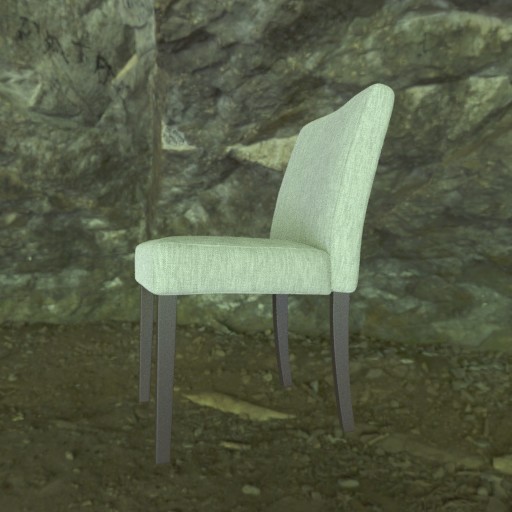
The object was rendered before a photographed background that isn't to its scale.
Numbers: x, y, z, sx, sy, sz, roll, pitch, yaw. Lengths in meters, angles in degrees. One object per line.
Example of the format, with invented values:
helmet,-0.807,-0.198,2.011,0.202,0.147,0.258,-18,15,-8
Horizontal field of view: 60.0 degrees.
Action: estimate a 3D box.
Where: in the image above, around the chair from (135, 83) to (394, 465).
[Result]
chair,0.000,0.000,1.241,0.629,0.884,0.487,0,1,-20
